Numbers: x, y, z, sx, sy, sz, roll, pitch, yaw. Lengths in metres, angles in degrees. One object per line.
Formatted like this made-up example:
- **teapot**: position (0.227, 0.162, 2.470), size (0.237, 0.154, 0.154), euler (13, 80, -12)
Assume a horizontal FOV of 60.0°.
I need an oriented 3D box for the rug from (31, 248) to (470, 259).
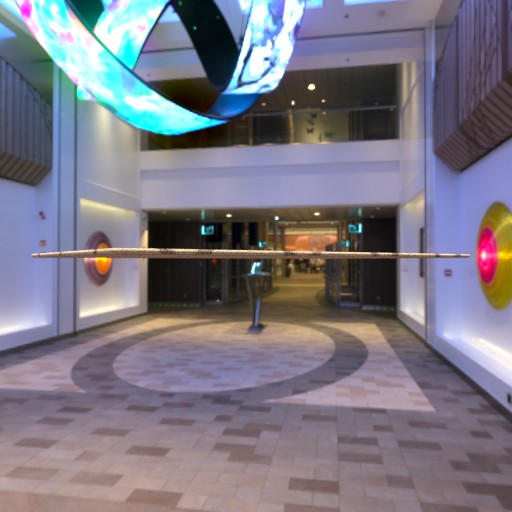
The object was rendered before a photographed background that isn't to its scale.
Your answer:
- **rug**: position (0.000, 0.000, 3.258), size (2.701, 0.026, 1.801), euler (1, -1, -36)
